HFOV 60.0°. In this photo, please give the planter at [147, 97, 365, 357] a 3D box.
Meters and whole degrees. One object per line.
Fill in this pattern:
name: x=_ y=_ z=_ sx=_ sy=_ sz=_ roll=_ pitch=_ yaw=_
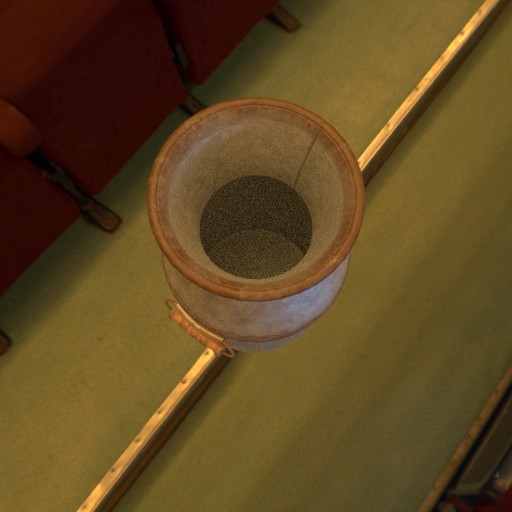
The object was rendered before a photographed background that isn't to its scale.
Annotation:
planter: x=0.000 y=0.000 z=0.534 sx=0.214 sy=0.396 sz=0.245 roll=37 pitch=78 yaw=9
